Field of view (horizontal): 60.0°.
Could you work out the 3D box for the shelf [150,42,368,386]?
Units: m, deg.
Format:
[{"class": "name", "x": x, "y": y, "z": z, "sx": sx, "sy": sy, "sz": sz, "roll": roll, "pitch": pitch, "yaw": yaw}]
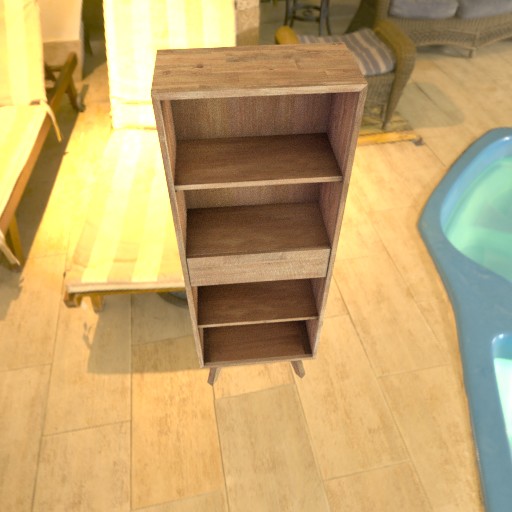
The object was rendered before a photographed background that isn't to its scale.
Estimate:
[{"class": "shelf", "x": 0.000, "y": 0.000, "z": 1.561, "sx": 0.491, "sy": 1.342, "sz": 0.267, "roll": -4, "pitch": 47, "yaw": -4}]
